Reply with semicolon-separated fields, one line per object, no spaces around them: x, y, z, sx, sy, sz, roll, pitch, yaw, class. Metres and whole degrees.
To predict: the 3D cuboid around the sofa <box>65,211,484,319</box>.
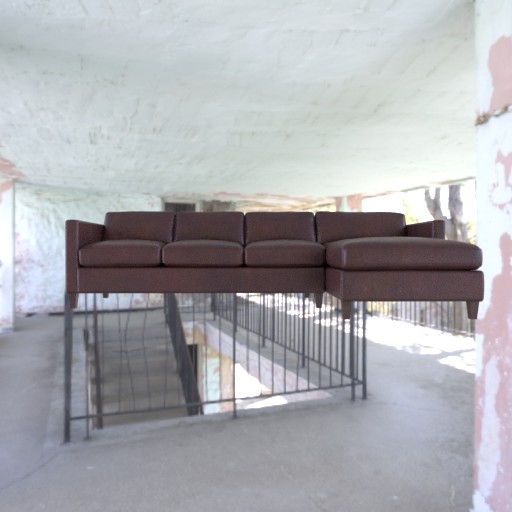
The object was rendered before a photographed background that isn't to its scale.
0.000;0.000;3.854;3.203;0.883;1.581;0;1;-1;sofa
